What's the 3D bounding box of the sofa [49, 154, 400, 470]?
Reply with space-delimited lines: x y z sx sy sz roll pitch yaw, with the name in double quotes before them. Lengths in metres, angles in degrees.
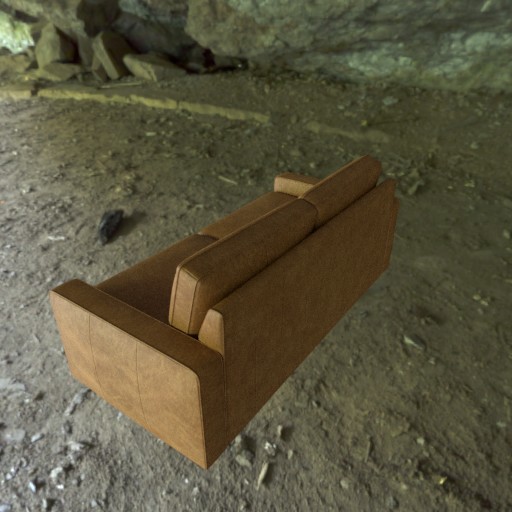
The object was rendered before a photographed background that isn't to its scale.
"sofa" 0.000 0.000 2.679 0.991 0.928 2.156 20 35 30
